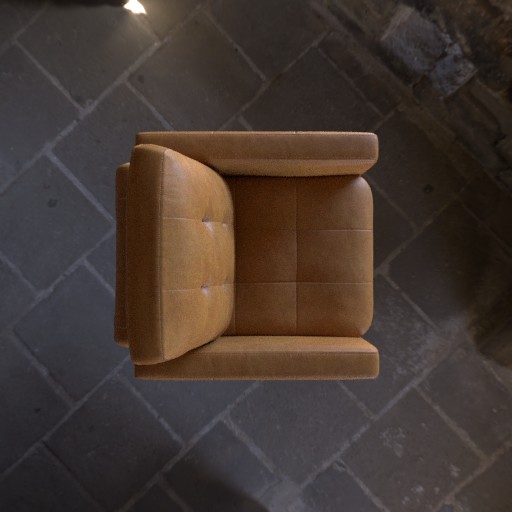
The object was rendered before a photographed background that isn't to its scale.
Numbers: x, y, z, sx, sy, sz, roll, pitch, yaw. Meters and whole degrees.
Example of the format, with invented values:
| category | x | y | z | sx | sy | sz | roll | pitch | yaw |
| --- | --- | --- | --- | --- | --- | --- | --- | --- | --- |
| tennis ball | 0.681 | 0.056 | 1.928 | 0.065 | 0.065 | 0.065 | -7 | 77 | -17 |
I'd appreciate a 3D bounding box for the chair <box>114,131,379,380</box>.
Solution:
| category | x | y | z | sx | sy | sz | roll | pitch | yaw |
| --- | --- | --- | --- | --- | --- | --- | --- | --- | --- |
| chair | 0.000 | 0.000 | 1.574 | 0.868 | 0.896 | 0.831 | 0 | 89 | 0 |
